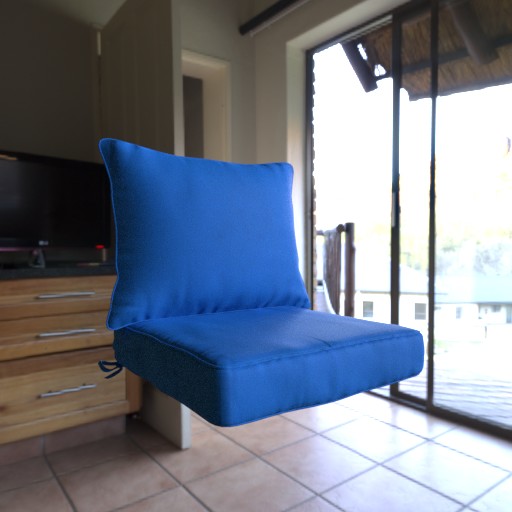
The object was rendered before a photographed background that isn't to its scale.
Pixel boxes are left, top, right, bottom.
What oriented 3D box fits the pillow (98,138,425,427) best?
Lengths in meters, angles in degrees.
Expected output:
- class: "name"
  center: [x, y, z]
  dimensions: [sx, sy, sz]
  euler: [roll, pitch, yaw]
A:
- class: "pillow"
  center: [0.000, 0.000, 1.341]
  dimensions: [0.798, 0.725, 0.733]
  euler: [-1, 2, -35]
